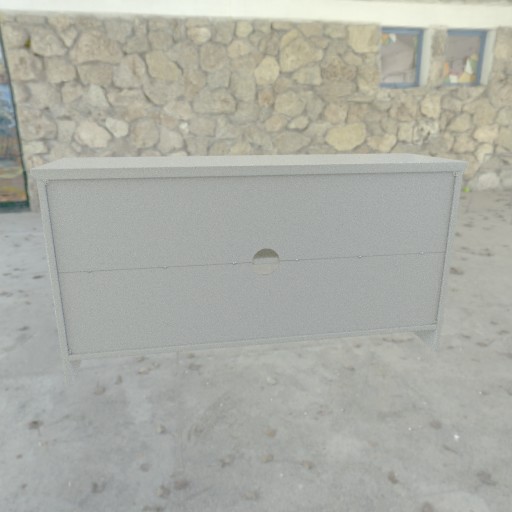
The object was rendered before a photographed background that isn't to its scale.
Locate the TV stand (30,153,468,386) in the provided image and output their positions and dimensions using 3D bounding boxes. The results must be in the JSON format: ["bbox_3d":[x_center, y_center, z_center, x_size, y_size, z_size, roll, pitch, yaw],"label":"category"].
[{"bbox_3d":[0.000,0.000,1.414,1.167,0.603,0.344,-3,17,-10],"label":"TV stand"}]
